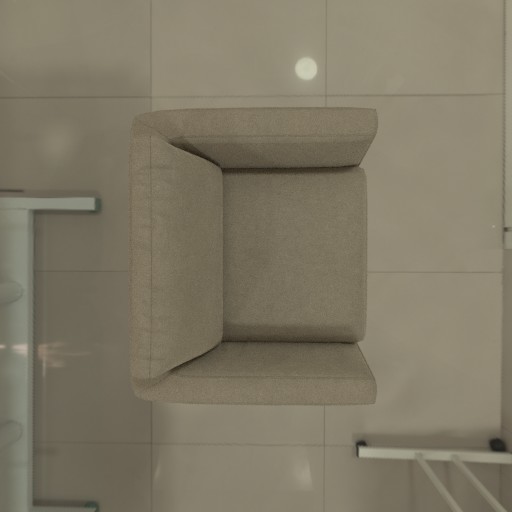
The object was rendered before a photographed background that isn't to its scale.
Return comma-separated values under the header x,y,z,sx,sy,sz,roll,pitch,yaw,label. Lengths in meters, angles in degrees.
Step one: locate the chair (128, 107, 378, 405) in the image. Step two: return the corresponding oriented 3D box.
x,y,z,sx,sy,sz,roll,pitch,yaw,label
0.000,0.000,1.731,0.889,0.864,1.041,0,91,1,chair
